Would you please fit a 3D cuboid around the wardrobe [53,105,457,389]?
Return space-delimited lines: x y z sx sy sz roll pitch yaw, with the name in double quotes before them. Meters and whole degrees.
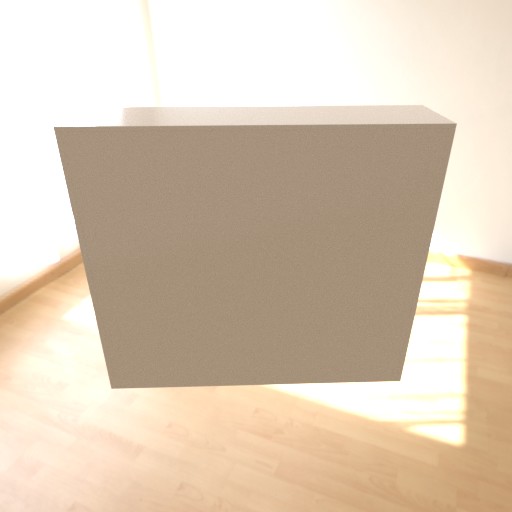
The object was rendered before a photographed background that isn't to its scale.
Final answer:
"wardrobe" 0.000 0.000 1.922 1.340 1.200 0.360 -1 29 -2
